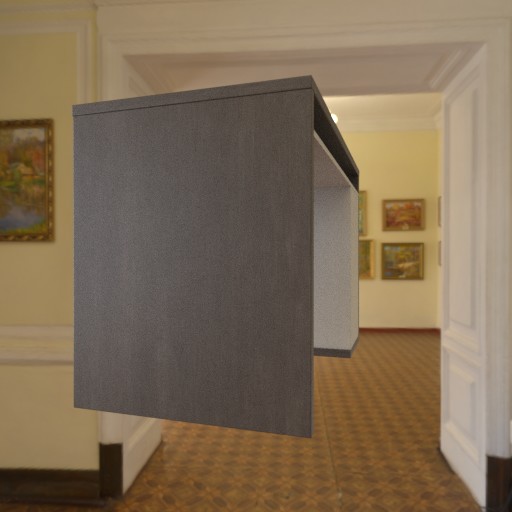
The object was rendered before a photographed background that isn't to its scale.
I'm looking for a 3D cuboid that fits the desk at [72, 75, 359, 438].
[{"bbox_3d":[0.000,0.000,1.527,0.600,0.750,1.100,0,0,18],"label":"desk"}]
